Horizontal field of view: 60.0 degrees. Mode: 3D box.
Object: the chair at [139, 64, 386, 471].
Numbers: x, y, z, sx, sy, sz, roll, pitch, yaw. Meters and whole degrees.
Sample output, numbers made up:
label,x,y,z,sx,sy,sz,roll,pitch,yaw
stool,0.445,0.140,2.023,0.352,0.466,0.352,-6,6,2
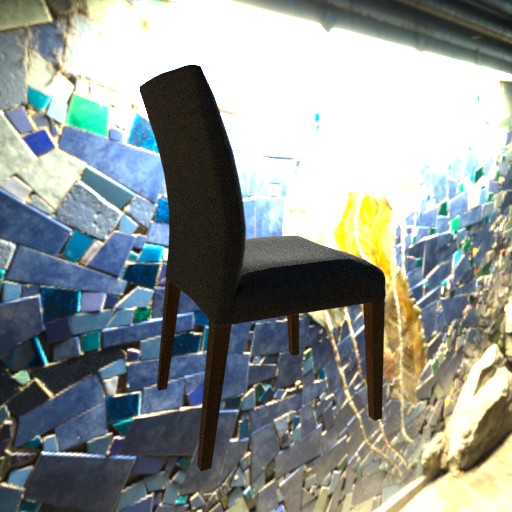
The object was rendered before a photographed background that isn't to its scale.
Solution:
label,x,y,z,sx,sy,sz,roll,pitch,yaw
chair,0.000,0.000,1.287,0.585,0.940,0.496,-7,15,-25
